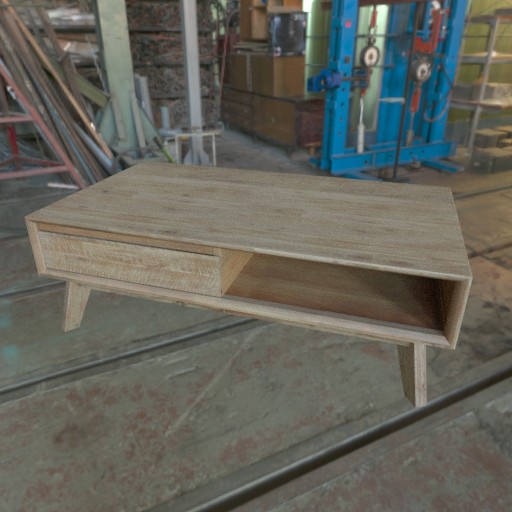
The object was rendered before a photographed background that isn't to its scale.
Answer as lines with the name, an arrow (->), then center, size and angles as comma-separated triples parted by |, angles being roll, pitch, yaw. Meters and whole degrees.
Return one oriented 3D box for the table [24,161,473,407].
table -> 0.000, 0.000, 2.023 | 1.619, 0.531, 0.918 | 8, 28, 16
